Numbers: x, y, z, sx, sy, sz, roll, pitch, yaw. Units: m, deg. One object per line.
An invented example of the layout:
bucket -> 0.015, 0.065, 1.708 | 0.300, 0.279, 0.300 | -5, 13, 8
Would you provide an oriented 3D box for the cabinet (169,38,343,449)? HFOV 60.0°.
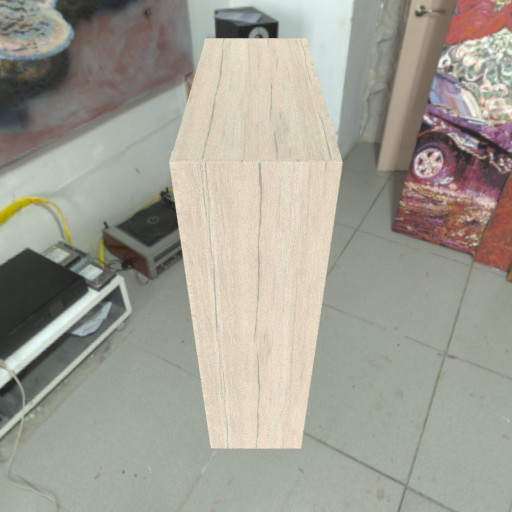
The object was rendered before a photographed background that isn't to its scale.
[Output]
cabinet -> 0.000, 0.000, 2.685 | 0.580, 2.070, 1.400 | 0, 41, 0
